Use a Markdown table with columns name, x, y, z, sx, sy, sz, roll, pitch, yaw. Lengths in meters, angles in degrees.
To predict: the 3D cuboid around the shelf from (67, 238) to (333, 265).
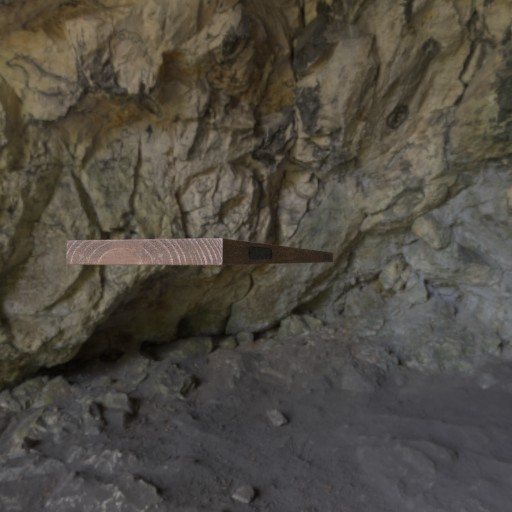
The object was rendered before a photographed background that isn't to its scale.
| name | x | y | z | sx | sy | sz | roll | pitch | yaw |
| --- | --- | --- | --- | --- | --- | --- | --- | --- | --- |
| shelf | 0.000 | 0.000 | 0.639 | 0.140 | 0.020 | 0.610 | 0 | -1 | 17 |
